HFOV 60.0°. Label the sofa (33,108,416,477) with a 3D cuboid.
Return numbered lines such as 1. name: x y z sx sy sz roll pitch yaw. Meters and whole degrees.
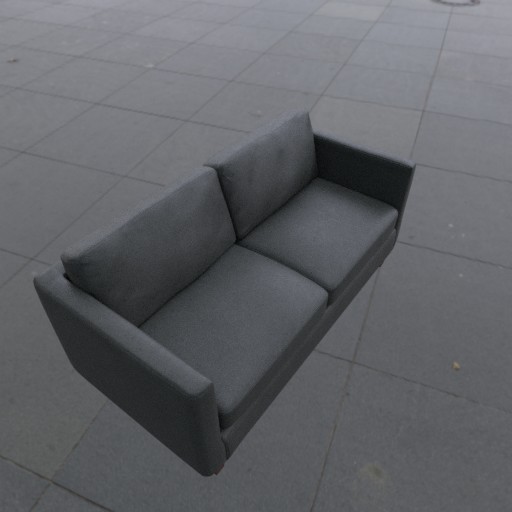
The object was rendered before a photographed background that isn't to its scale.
1. sofa: 0.000 0.000 2.355 0.951 0.933 1.883 27 49 26
